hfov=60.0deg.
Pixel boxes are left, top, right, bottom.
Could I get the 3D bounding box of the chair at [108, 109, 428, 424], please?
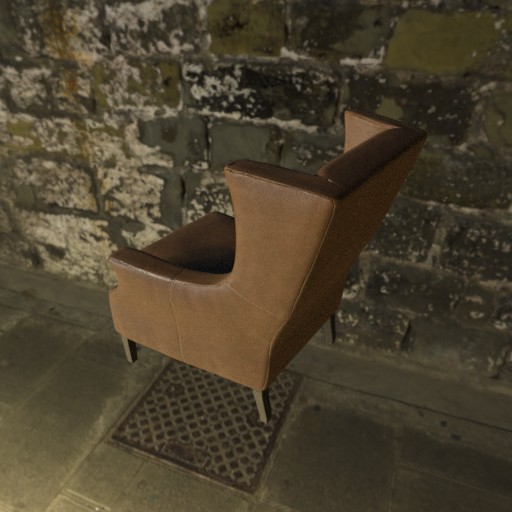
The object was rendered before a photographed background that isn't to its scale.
[{"bbox_3d":[0.000,0.000,1.699,0.925,1.016,0.852,21,37,30],"label":"chair"}]
